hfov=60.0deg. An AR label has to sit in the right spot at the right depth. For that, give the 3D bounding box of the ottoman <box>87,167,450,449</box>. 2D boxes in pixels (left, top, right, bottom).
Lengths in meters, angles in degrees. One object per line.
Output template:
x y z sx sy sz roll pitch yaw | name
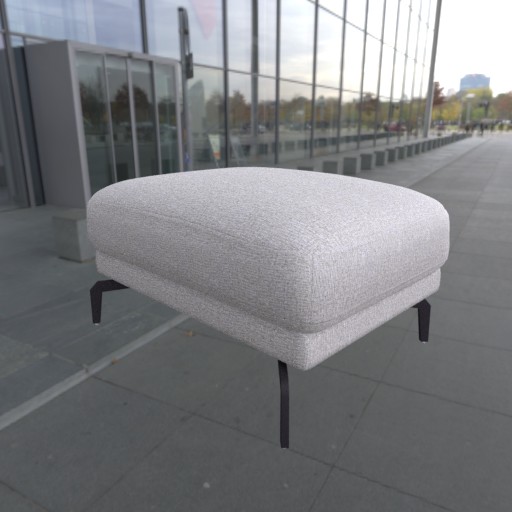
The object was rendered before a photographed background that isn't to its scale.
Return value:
0.000 0.000 1.110 0.772 0.420 0.568 16 23 42 | ottoman
